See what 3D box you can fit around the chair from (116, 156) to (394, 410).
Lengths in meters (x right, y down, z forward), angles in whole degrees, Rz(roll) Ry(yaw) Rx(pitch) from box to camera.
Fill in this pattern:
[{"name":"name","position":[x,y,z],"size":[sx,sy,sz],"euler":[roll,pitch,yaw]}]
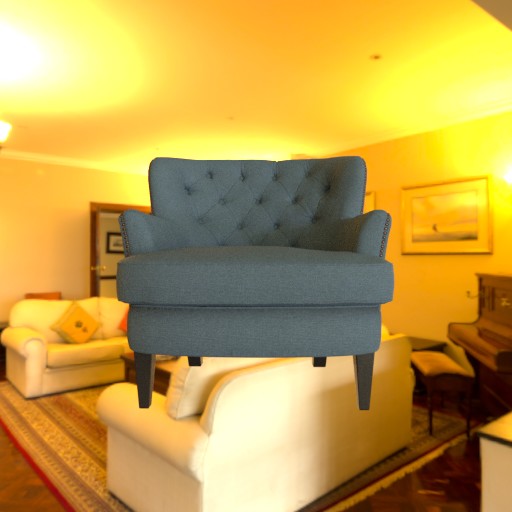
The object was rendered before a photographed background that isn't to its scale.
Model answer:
[{"name":"chair","position":[0.000,0.000,1.558],"size":[0.848,0.868,0.906],"euler":[0,0,1]}]
